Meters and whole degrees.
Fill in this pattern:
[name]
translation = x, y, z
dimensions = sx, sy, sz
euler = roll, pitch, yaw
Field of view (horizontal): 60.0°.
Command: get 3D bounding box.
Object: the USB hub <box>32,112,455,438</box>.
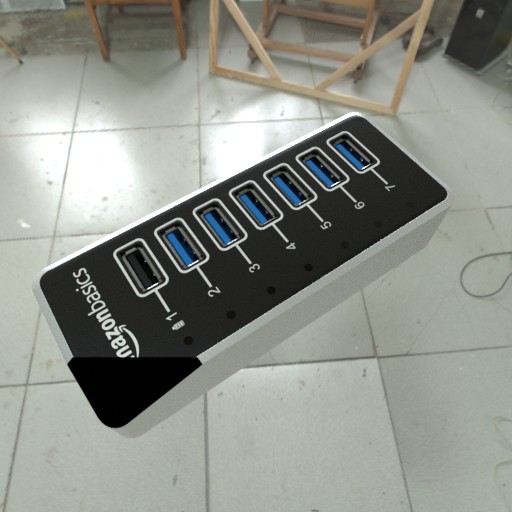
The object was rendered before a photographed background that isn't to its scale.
[USB hub]
translation = 0.000, 0.000, 0.127
dimensions = 0.110, 0.023, 0.044
euler = -30, 64, -17
